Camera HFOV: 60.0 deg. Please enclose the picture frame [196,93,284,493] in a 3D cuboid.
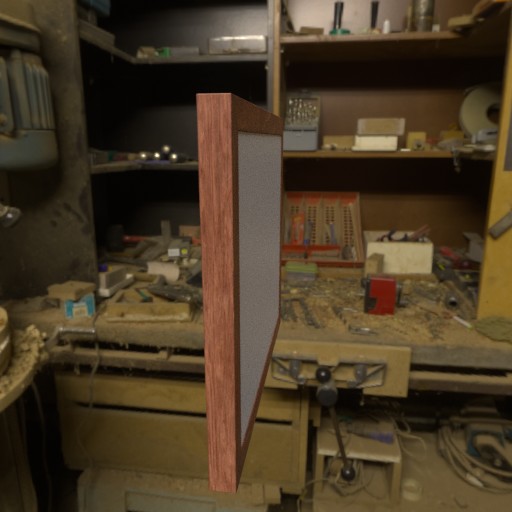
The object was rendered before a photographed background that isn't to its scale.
[{"bbox_3d":[0.000,0.000,0.530,0.025,0.330,0.381,2,15,9],"label":"picture frame"}]
